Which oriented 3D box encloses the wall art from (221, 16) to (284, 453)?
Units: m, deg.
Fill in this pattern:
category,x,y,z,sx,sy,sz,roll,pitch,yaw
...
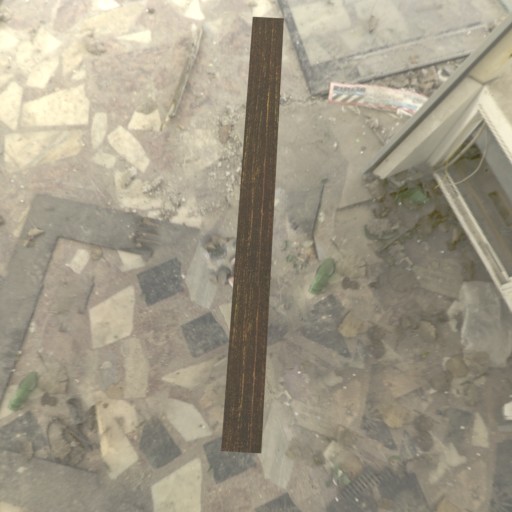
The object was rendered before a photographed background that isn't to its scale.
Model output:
category,x,y,z,sx,sy,sz,roll,pitch,yaw
wall art,0.000,0.000,0.531,0.031,0.330,0.381,3,76,1
